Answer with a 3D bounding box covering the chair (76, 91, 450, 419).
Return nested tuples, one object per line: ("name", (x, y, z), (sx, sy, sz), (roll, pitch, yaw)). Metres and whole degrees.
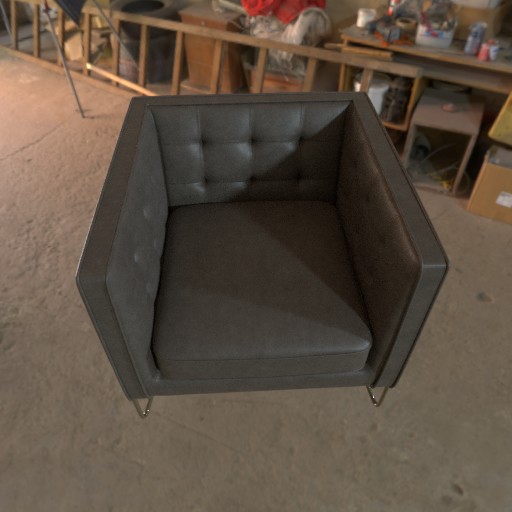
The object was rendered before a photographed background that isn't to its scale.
("chair", (0.000, 0.000, 1.560), (0.880, 0.790, 0.894), (-2, 46, -2))
